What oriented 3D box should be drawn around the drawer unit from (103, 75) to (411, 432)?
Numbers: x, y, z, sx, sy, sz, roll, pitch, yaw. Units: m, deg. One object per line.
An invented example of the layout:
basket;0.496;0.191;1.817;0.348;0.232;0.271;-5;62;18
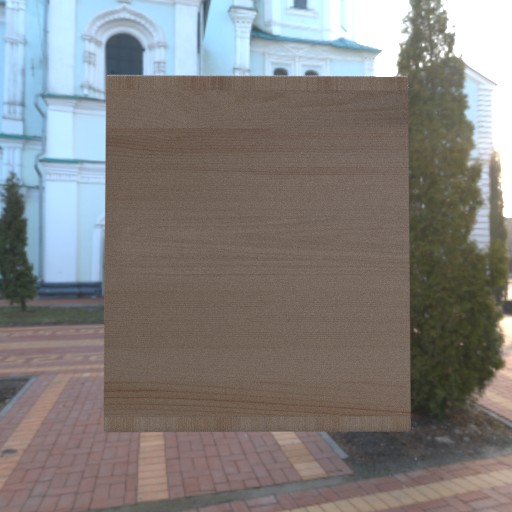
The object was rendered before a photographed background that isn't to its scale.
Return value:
drawer unit;0.000;0.000;0.594;0.290;0.344;0.344;0;-1;0
